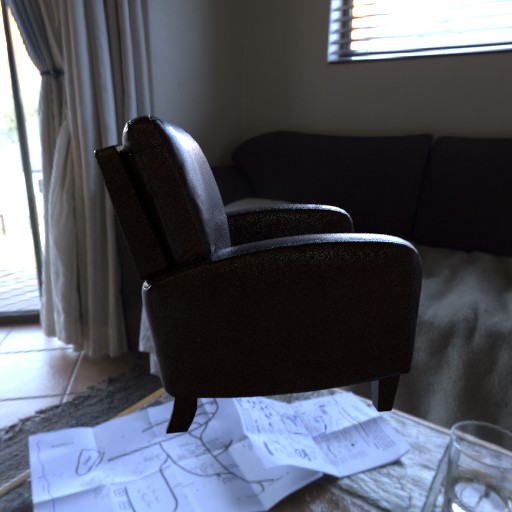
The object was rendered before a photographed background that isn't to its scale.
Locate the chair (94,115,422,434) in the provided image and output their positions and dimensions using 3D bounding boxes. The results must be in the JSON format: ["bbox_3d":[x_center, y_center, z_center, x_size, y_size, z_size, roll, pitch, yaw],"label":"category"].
[{"bbox_3d":[0.000,0.000,1.666,0.990,0.990,0.762,-2,16,-9],"label":"chair"}]
